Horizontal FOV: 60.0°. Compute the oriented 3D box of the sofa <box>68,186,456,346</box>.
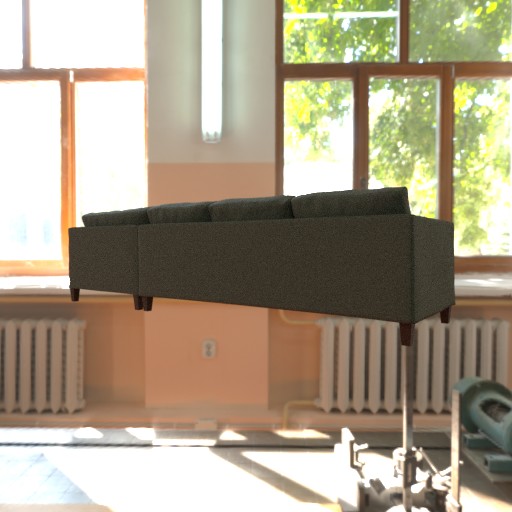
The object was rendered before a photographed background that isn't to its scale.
[{"bbox_3d":[0.000,0.000,3.837,3.186,0.861,1.625,1,2,36],"label":"sofa"}]
